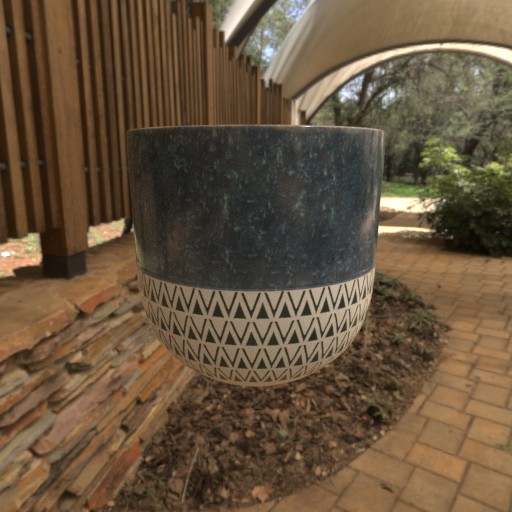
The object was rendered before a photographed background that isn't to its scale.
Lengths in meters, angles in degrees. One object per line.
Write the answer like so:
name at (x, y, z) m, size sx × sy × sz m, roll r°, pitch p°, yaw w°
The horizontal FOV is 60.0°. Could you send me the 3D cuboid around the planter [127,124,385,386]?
planter at (0.000, 0.000, 0.502) m, size 0.266 × 0.270 × 0.266 m, roll 0°, pitch 13°, yaw 0°
